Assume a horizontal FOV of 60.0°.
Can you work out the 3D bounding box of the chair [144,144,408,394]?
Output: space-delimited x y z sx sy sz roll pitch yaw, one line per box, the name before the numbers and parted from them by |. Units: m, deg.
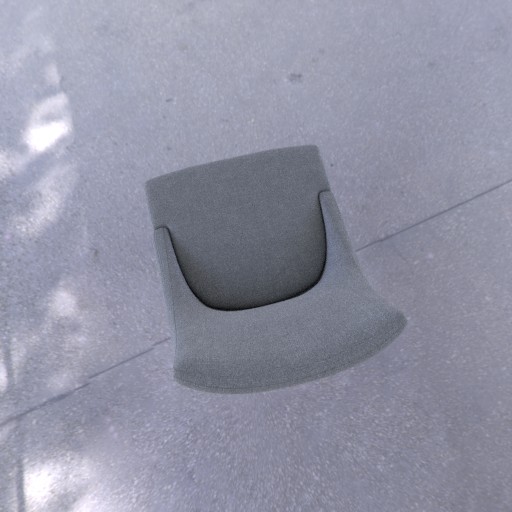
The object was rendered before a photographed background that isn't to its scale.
chair | 0.000 0.000 1.511 0.701 0.909 0.861 -13 74 -4
